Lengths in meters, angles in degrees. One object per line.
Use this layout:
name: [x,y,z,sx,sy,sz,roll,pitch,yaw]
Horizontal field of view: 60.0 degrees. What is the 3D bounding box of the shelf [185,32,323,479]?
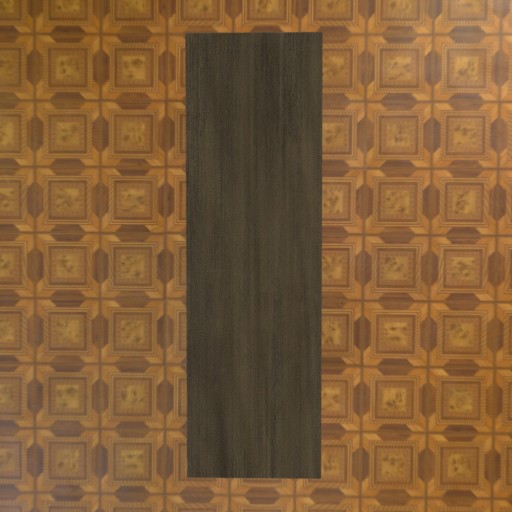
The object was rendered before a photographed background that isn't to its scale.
shelf: [0.000,0.000,1.536,0.400,0.495,1.300,0,91,1]
